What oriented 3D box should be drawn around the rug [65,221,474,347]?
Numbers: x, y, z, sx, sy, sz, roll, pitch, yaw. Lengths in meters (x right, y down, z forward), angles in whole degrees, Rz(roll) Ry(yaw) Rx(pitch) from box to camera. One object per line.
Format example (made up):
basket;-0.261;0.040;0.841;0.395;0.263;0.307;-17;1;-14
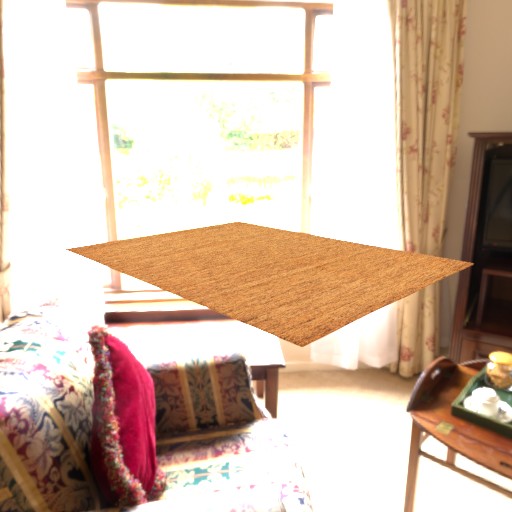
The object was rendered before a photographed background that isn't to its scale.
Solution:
rug;0.000;0.000;4.327;2.438;0.012;3.200;-14;20;-43
